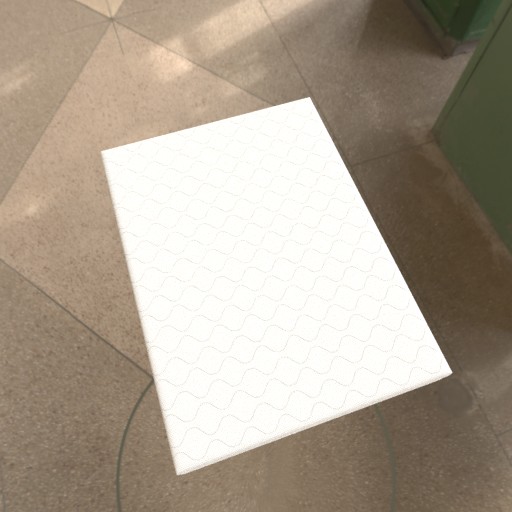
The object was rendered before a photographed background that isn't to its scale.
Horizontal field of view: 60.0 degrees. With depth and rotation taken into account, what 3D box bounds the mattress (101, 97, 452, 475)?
[{"bbox_3d":[0.000,0.000,2.532,1.400,0.200,1.900,-17,66,-8],"label":"mattress"}]
